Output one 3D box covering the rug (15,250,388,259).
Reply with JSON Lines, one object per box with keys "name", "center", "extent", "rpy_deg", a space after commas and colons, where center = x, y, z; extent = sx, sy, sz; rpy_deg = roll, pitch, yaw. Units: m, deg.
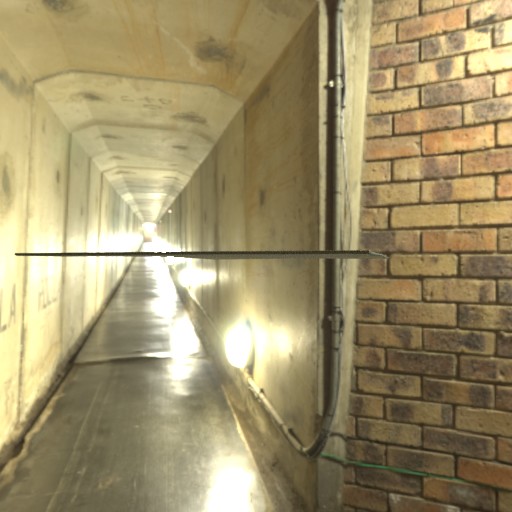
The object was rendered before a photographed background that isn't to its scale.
{"name": "rug", "center": [0.000, 0.000, 5.076], "extent": [2.802, 0.052, 4.078], "rpy_deg": [0, -1, 18]}
